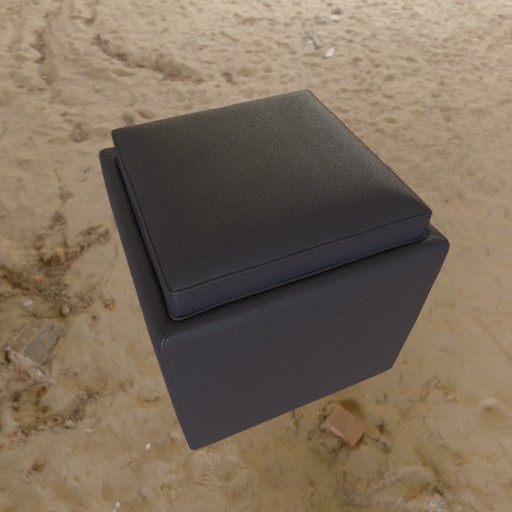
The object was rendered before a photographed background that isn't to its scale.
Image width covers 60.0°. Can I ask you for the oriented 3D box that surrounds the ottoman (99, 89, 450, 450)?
[{"bbox_3d":[0.000,0.000,0.831,0.450,0.460,0.451,-17,50,-15],"label":"ottoman"}]
